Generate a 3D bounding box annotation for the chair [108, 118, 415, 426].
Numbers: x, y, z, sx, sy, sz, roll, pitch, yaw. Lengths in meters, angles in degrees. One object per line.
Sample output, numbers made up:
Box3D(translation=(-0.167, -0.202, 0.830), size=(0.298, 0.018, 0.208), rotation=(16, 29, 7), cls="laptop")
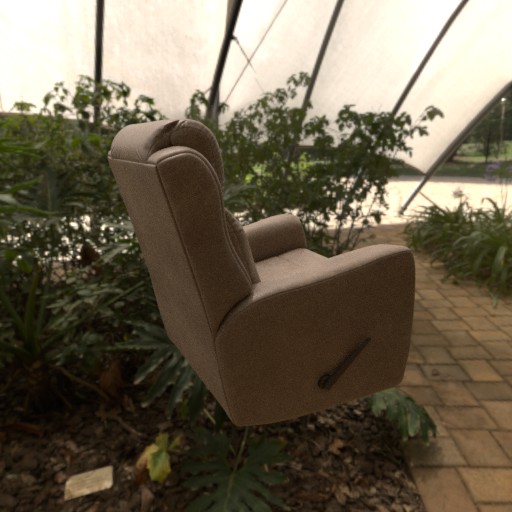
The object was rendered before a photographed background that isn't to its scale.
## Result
Box3D(translation=(0.000, 0.000, 1.947), size=(1.068, 1.116, 0.967), rotation=(-7, 16, -26), cls="chair")
